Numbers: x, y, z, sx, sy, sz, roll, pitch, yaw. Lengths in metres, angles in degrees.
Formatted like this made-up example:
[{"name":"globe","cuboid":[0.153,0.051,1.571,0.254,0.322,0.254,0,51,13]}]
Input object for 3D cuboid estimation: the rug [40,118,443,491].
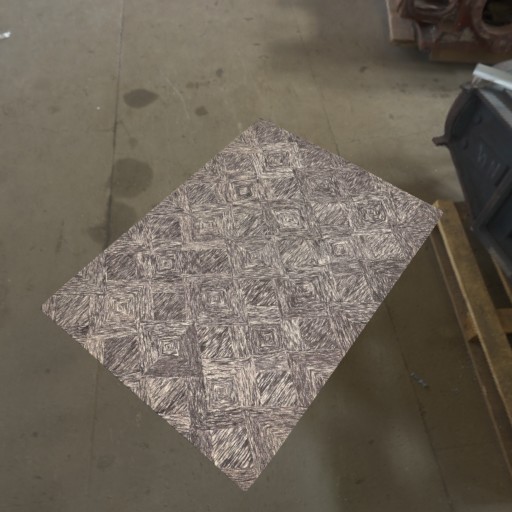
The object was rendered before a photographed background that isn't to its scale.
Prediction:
[{"name":"rug","cuboid":[0.000,0.000,5.330,2.997,0.020,4.093,33,63,20]}]
